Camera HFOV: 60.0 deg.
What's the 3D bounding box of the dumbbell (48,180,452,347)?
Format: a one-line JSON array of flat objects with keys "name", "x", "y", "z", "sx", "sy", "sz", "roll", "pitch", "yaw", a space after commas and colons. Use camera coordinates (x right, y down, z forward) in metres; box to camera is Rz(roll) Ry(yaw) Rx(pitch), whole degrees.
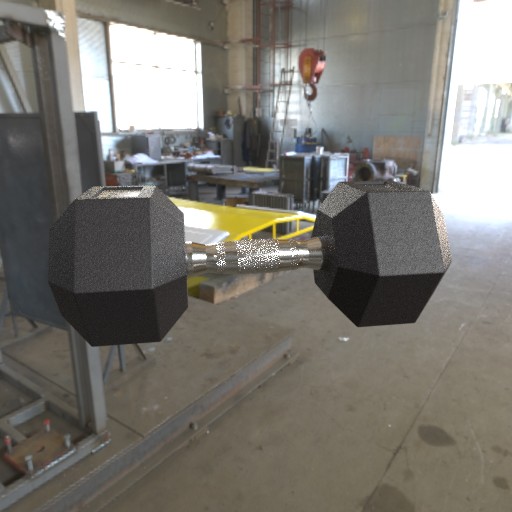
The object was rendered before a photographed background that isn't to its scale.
[{"name": "dumbbell", "x": 0.000, "y": 0.000, "z": 0.406, "sx": 0.337, "sy": 0.123, "sz": 0.142, "roll": -3, "pitch": 17, "yaw": -9}]
